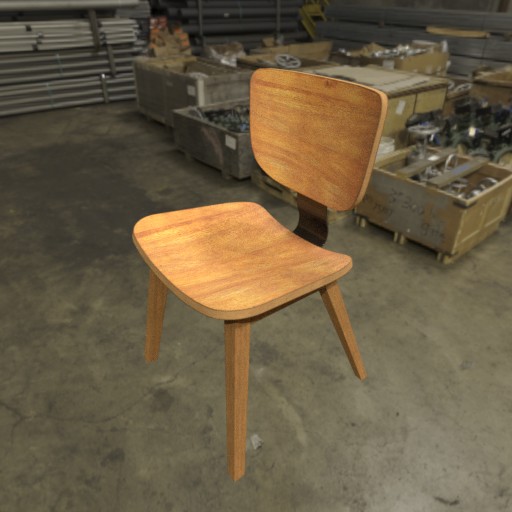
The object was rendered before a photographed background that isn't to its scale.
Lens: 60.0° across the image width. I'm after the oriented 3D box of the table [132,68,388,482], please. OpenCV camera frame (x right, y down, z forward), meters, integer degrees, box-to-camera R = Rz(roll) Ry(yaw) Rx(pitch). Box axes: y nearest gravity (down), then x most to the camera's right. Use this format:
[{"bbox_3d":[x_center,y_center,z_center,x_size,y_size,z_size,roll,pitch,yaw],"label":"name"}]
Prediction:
[{"bbox_3d":[0.000,0.000,1.111,0.500,0.805,0.499,-21,37,-30],"label":"table"}]
